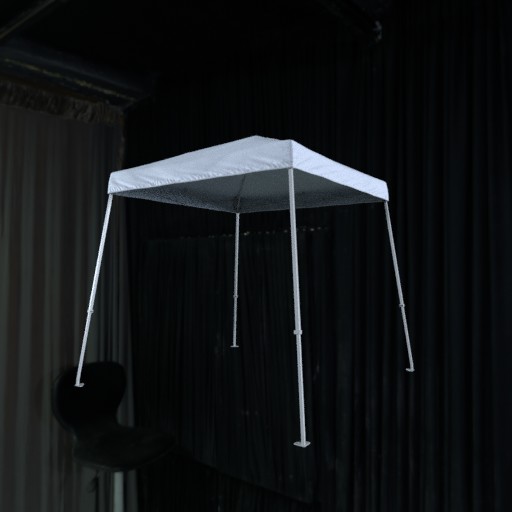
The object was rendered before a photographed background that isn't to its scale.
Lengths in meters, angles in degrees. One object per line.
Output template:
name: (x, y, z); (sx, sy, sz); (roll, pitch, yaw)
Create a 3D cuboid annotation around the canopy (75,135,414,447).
canopy: (0.000, 0.000, 6.609); (3.599, 3.600, 3.600); (-1, -1, 35)
